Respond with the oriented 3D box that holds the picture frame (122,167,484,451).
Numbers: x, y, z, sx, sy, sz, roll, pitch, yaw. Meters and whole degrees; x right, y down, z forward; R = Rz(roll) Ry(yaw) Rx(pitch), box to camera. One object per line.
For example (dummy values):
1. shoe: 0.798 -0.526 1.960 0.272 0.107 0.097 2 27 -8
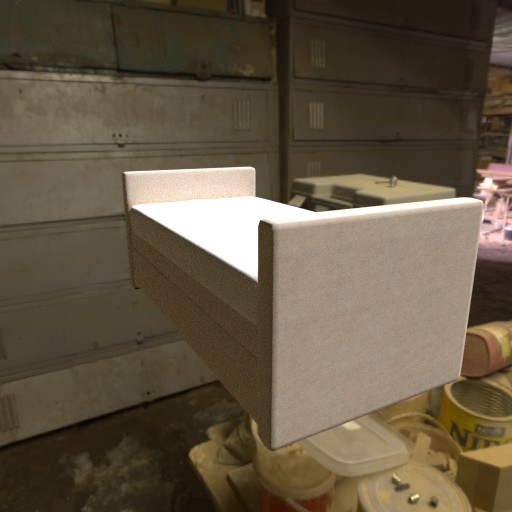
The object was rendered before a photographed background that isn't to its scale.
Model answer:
1. picture frame: 0.000 0.000 2.680 1.069 0.891 2.161 -8 18 -27
